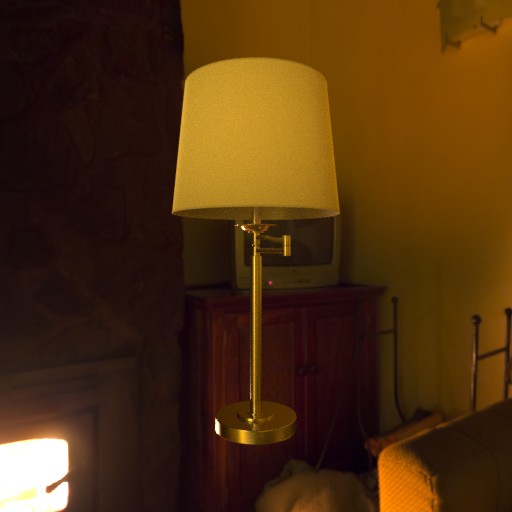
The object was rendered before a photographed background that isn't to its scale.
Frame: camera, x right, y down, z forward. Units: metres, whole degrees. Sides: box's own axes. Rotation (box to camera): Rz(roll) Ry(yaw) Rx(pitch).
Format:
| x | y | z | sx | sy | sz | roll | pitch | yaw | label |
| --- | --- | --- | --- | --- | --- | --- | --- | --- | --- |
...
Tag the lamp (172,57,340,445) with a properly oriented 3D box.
| x | y | z | sx | sy | sz | roll | pitch | yaw | label |
| --- | --- | --- | --- | --- | --- | --- | --- | --- | --- |
| 0.000 | 0.000 | 0.895 | 0.333 | 0.696 | 0.333 | 0 | 1 | 0 | lamp |
